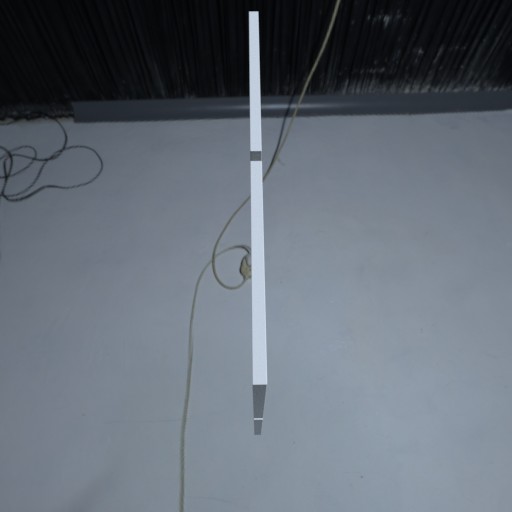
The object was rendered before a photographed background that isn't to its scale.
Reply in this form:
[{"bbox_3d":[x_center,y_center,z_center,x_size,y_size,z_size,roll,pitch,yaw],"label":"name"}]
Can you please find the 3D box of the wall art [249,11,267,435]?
[{"bbox_3d":[0.000,0.000,1.611,0.029,1.118,1.118,-1,63,0],"label":"wall art"}]
